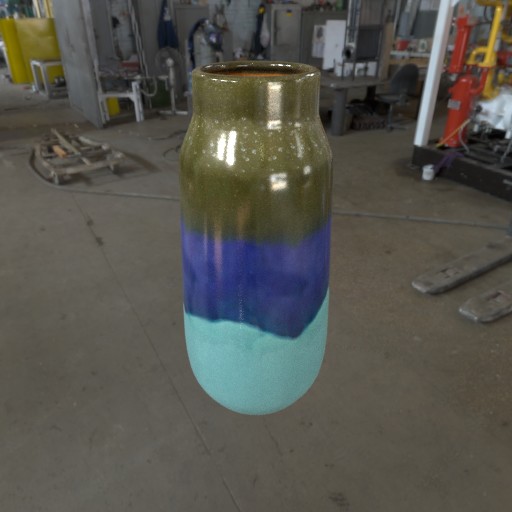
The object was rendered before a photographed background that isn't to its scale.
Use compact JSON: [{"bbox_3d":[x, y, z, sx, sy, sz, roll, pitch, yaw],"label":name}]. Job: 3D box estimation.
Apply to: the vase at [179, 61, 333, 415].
[{"bbox_3d":[0.000,0.000,0.397,0.139,0.313,0.139,0,30,0],"label":"vase"}]
